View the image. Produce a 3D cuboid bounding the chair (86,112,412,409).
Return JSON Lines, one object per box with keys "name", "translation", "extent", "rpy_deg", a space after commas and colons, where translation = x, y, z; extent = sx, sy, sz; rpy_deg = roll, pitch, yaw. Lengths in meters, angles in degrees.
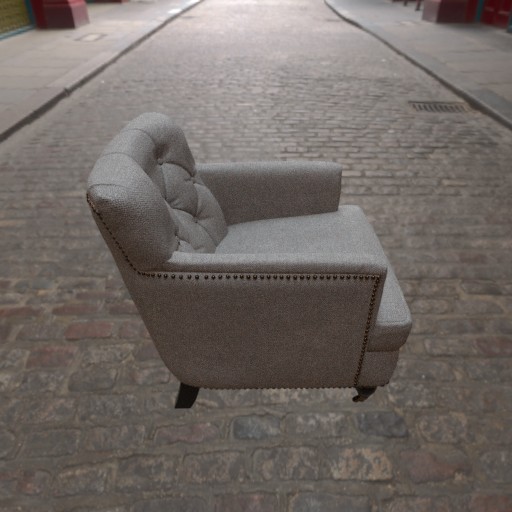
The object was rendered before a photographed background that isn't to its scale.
{"name": "chair", "translation": [0.000, 0.000, 1.532], "extent": [0.902, 0.823, 0.737], "rpy_deg": [0, 33, -1]}
